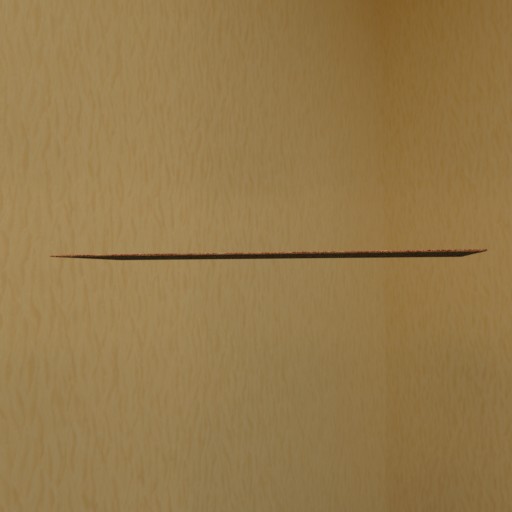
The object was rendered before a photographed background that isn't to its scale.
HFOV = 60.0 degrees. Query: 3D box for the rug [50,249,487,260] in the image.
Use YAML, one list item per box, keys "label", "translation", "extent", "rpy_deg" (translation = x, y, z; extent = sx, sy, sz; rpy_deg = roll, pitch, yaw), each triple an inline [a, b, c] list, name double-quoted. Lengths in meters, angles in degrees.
- label: "rug"
  translation: [0.000, 0.000, 2.732]
  extent: [2.435, 0.011, 0.750]
  rpy_deg: [-1, -2, 17]
